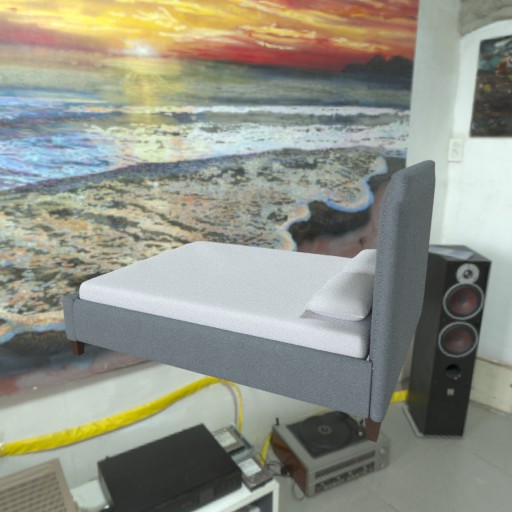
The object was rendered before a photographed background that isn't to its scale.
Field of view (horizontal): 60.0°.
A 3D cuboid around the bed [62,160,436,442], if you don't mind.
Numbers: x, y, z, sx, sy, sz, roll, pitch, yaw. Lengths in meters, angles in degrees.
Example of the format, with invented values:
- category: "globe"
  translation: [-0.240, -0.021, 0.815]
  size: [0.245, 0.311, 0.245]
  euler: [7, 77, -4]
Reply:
- category: "bed"
  translation: [0.000, 0.000, 3.408]
  size: [2.372, 1.443, 1.712]
  euler: [7, 16, 25]
